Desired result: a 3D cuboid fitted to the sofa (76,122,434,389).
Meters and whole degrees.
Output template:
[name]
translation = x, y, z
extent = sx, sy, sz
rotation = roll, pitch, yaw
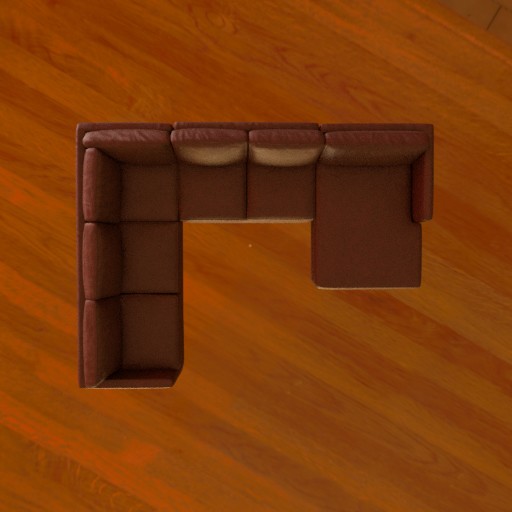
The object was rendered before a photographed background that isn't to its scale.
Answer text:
[sofa]
translation = 0.000, 0.000, 4.532
extent = 3.460, 0.923, 2.593
rotation = 0, 91, -1
